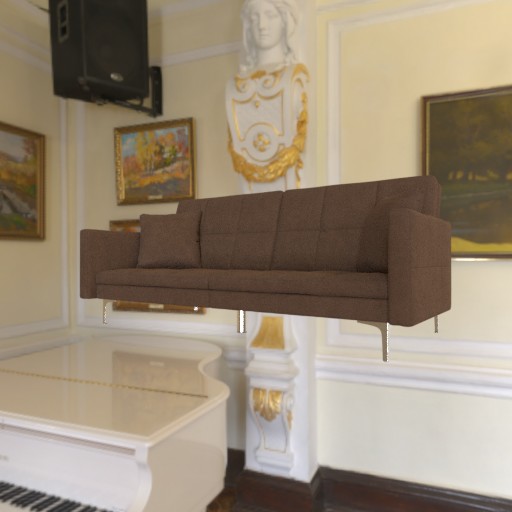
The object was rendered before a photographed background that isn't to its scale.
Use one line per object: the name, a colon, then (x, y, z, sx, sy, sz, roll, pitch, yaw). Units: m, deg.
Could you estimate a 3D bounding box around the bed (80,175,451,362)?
bed: (0.000, 0.000, 2.397, 1.905, 0.787, 0.889, 0, 0, 35)
